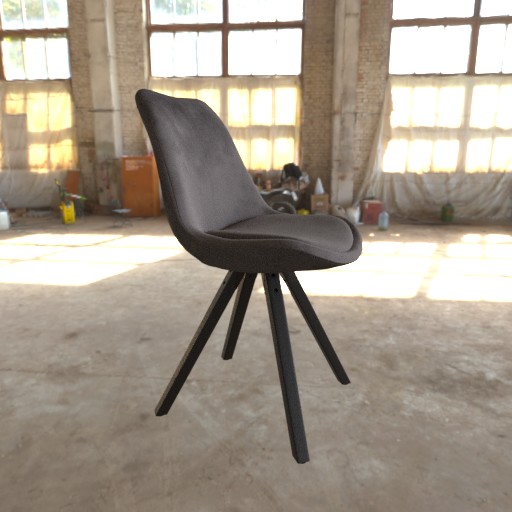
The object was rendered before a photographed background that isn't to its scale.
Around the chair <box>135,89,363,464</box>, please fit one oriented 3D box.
[{"bbox_3d":[0.000,0.000,1.194,0.550,0.850,0.476,6,14,25],"label":"chair"}]
